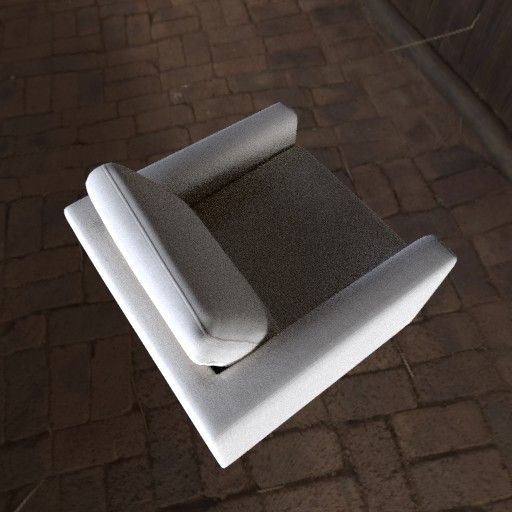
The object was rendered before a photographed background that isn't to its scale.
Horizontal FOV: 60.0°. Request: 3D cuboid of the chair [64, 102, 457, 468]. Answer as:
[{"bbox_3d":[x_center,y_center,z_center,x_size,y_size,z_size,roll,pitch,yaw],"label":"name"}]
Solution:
[{"bbox_3d":[0.000,0.000,1.813,1.100,0.876,1.070,-32,63,-18],"label":"chair"}]
